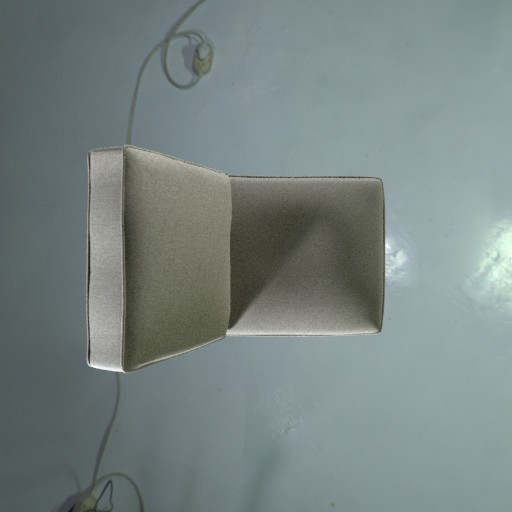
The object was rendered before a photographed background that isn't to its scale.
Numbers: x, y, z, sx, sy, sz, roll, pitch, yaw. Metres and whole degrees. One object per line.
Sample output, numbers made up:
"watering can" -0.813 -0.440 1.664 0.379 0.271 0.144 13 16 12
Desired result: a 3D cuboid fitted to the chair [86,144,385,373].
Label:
"chair" 0.000 0.000 1.716 1.020 1.058 0.674 0 91 0
